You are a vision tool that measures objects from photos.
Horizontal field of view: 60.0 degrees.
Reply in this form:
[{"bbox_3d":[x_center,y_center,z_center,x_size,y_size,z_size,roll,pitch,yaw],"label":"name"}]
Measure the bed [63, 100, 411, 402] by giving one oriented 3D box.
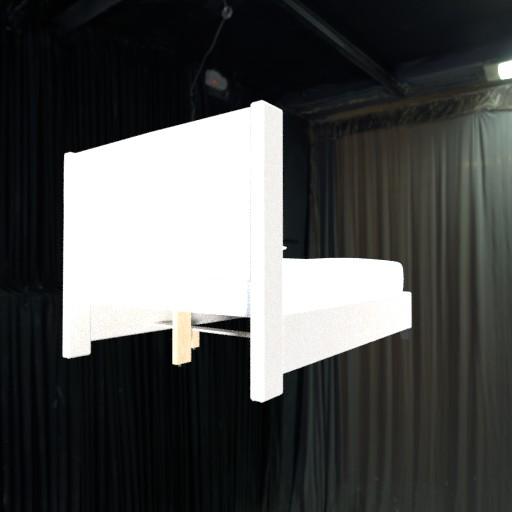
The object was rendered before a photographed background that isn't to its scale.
[{"bbox_3d":[0.000,0.000,3.585,1.778,1.471,2.293,-1,-1,37],"label":"bed"}]
